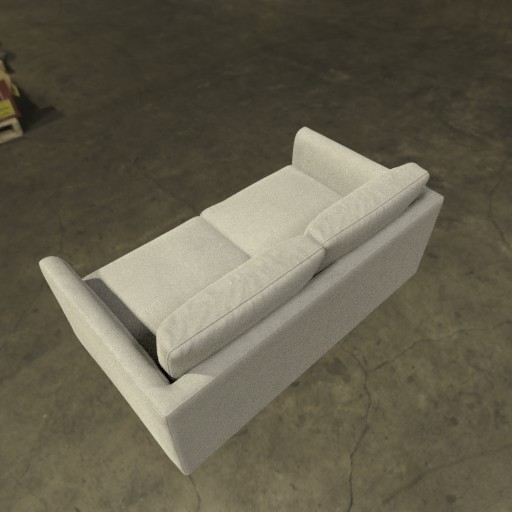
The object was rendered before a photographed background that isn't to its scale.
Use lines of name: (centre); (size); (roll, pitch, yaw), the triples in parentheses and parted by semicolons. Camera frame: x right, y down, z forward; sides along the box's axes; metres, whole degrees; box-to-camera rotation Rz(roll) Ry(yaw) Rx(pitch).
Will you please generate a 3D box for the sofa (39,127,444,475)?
sofa: (0.000, 0.000, 2.472); (1.905, 0.839, 1.091); (-33, 54, -28)
